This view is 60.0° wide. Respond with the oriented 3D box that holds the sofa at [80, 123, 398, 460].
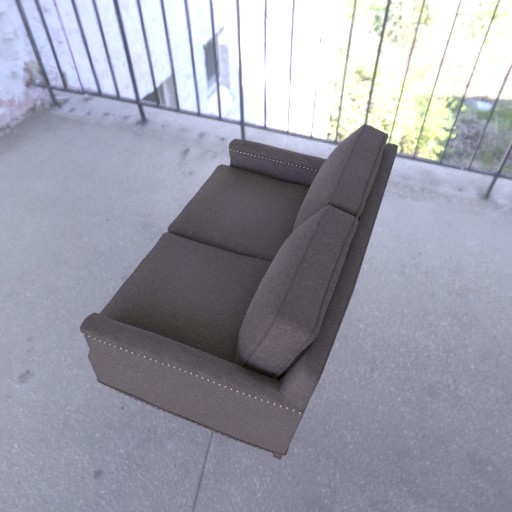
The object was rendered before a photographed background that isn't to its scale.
[{"bbox_3d":[0.000,0.000,2.310,1.084,1.003,1.597,16,49,15],"label":"sofa"}]
